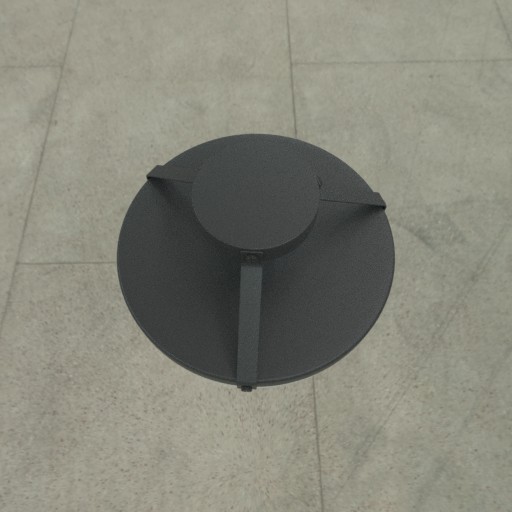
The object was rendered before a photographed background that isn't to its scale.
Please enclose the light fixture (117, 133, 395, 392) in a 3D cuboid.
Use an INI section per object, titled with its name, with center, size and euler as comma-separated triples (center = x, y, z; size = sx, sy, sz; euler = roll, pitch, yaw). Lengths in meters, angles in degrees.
[light fixture]
center = 0.000, 0.000, 0.520
size = 0.304, 0.269, 0.304
euler = 0, 64, 0
